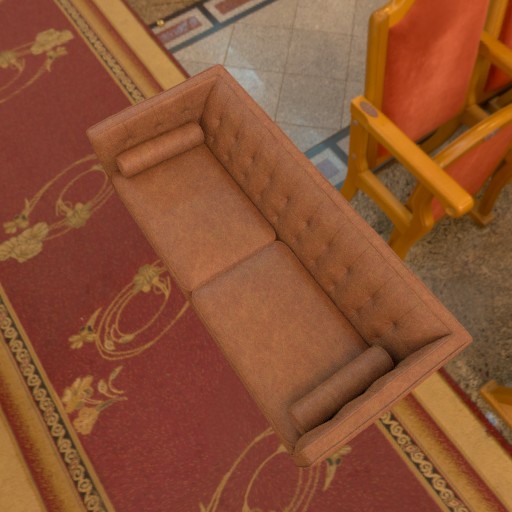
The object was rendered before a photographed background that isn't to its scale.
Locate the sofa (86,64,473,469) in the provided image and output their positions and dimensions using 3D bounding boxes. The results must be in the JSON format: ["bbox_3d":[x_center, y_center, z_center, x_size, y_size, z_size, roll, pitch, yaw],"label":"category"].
[{"bbox_3d":[0.000,0.000,2.530,0.912,0.798,2.079,-32,69,-14],"label":"sofa"}]
